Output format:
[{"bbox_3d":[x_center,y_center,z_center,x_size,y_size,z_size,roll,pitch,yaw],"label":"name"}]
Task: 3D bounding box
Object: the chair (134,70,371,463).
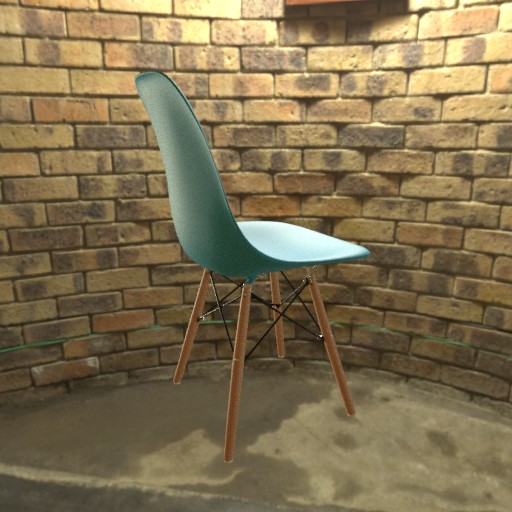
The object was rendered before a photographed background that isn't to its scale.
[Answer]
[{"bbox_3d":[0.000,0.000,1.117,0.531,0.826,0.470,-8,17,-27],"label":"chair"}]
